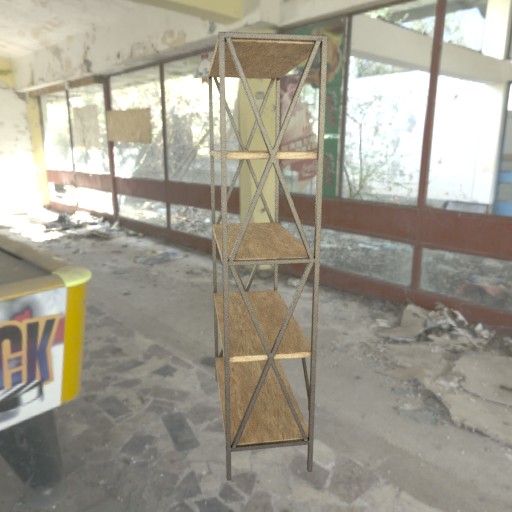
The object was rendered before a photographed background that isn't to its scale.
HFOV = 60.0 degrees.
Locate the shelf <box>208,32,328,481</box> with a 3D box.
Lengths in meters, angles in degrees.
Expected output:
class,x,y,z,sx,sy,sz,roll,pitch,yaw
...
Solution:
class,x,y,z,sx,sy,sz,roll,pitch,yaw
shelf,0.000,0.000,2.175,0.386,1.803,0.874,-2,14,-8
